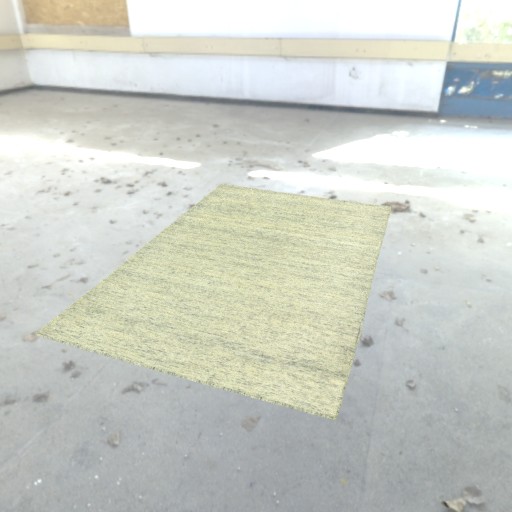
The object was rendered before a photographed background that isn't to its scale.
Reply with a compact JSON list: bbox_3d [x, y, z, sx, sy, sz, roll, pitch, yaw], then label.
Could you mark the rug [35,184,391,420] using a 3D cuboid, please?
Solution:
[{"bbox_3d":[0.000,0.000,2.359,1.243,0.014,1.846,10,31,17],"label":"rug"}]
